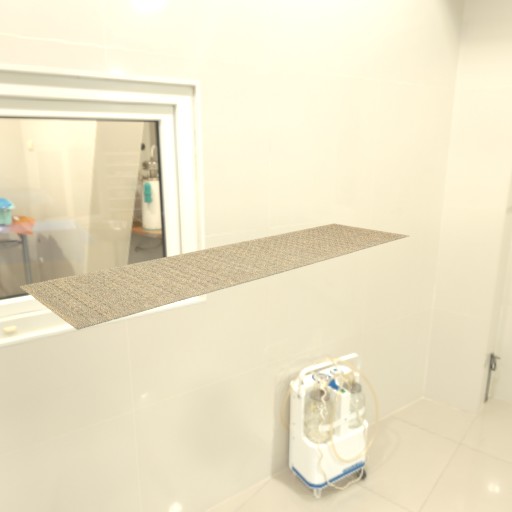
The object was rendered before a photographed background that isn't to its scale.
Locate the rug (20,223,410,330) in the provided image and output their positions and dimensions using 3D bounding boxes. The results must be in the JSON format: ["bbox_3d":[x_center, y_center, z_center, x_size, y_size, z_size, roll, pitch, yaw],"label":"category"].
[{"bbox_3d":[0.000,0.000,2.671,2.437,0.005,0.688,-13,19,-41],"label":"rug"}]
